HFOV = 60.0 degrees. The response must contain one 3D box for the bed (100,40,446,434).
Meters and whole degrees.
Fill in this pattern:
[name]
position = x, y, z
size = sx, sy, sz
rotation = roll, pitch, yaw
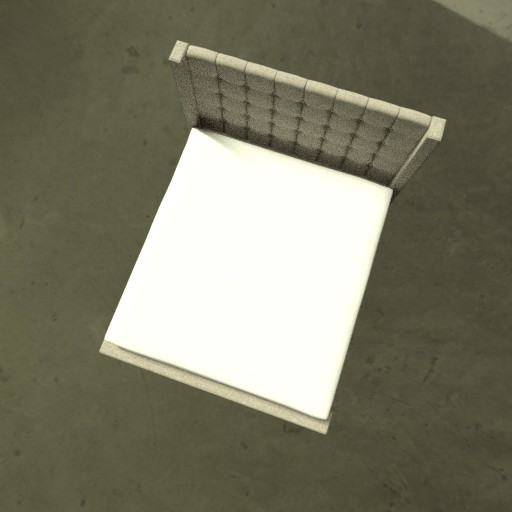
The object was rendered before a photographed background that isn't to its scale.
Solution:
[bed]
position = 0.000, 0.000, 3.758
size = 2.044, 1.748, 2.372
rotation = 18, 76, 5
